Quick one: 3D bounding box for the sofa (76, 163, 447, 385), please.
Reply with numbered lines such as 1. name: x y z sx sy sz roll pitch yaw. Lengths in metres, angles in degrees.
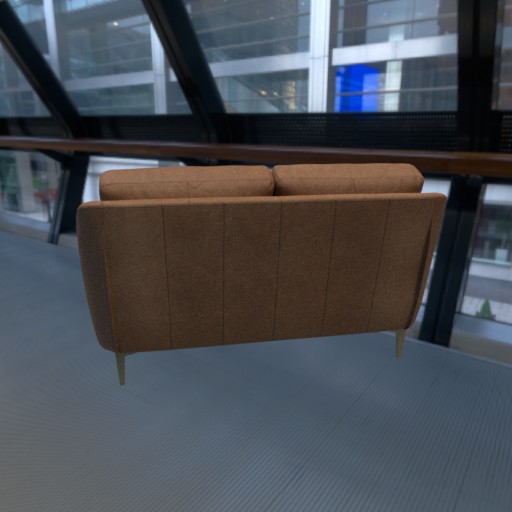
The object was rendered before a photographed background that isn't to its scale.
1. sofa: 0.000 0.000 2.162 1.619 0.902 0.960 -3 15 -11
